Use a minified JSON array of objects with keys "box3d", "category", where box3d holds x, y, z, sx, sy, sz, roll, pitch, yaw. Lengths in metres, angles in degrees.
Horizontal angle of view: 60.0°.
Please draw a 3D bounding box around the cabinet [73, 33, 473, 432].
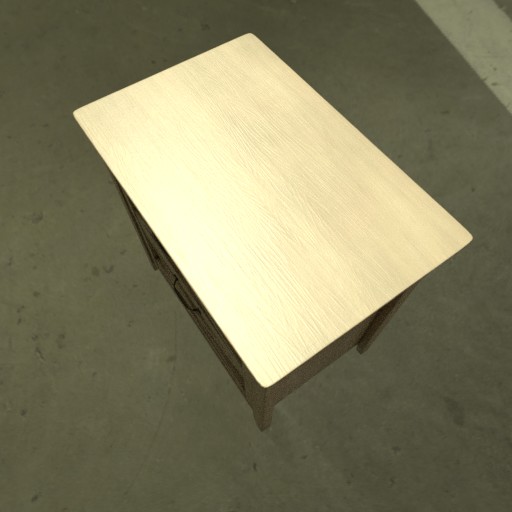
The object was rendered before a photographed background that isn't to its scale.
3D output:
[{"box3d":[0.000,0.000,1.267,0.503,0.762,0.763,-32,66,-16],"category":"cabinet"}]
